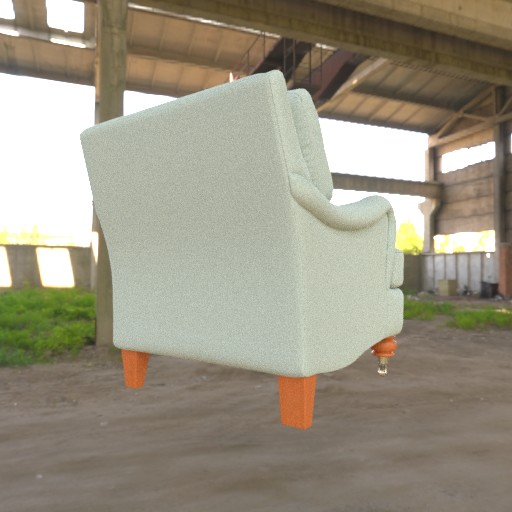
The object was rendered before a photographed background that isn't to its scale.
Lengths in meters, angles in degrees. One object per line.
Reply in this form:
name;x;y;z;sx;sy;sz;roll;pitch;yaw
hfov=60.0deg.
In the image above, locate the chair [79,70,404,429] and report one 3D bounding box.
chair;0.000;0.000;1.812;0.955;1.038;1.070;-1;-2;36
